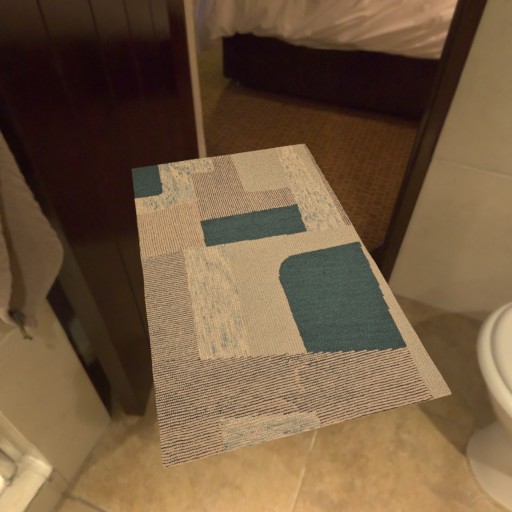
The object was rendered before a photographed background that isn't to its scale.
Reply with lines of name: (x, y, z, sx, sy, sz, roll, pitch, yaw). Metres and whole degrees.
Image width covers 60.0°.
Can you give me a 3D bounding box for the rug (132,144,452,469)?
rug: (0.000, 0.000, 3.014, 1.521, 0.015, 2.436, -10, 48, -10)
